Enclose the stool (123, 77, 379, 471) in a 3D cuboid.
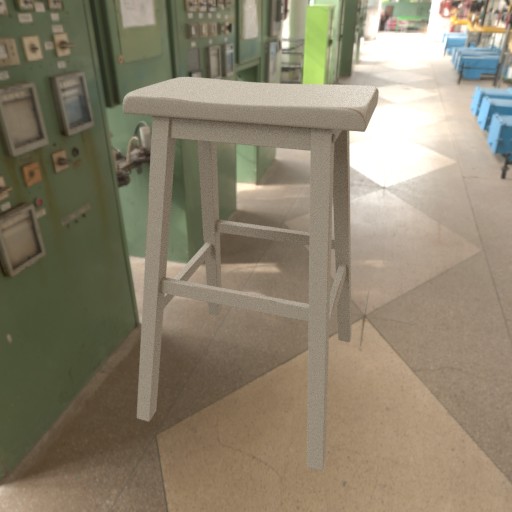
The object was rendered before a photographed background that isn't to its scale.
[{"bbox_3d":[0.000,0.000,1.035,0.457,0.737,0.476,9,31,16],"label":"stool"}]
